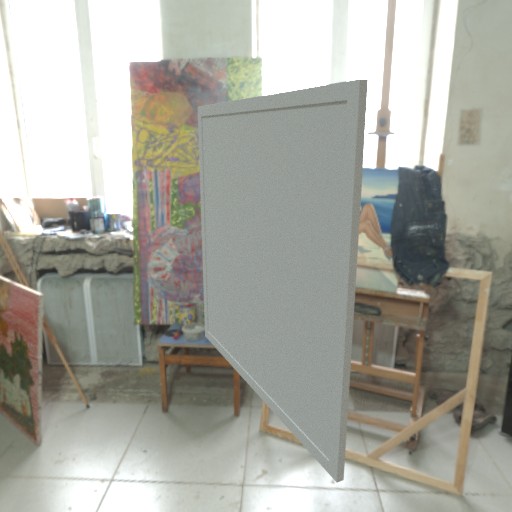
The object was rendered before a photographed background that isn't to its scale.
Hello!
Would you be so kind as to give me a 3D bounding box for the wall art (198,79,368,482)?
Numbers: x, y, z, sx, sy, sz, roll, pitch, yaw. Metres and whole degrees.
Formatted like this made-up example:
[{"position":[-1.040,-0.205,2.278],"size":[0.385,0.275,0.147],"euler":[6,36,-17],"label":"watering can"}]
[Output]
[{"position":[0.000,0.000,0.977],"size":[0.015,0.660,0.660],"euler":[-7,17,-26],"label":"wall art"}]
